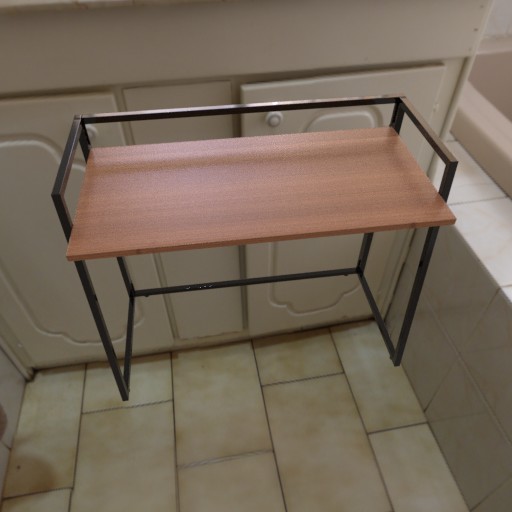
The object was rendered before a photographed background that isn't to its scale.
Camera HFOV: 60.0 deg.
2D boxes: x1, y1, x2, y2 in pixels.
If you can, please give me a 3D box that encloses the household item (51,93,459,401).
[{"bbox_3d":[0.000,0.000,1.531,1.050,0.860,0.510,-6,46,-6],"label":"household item"}]
